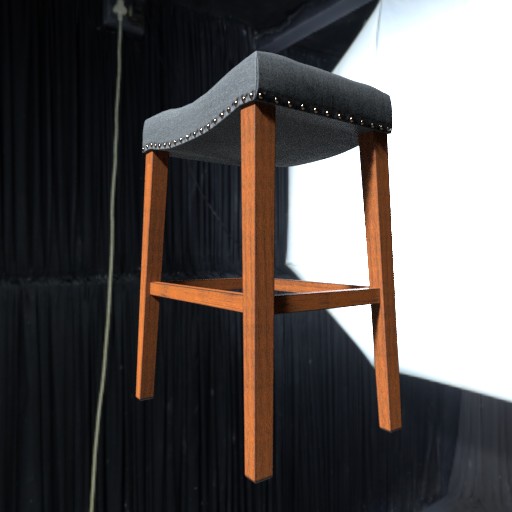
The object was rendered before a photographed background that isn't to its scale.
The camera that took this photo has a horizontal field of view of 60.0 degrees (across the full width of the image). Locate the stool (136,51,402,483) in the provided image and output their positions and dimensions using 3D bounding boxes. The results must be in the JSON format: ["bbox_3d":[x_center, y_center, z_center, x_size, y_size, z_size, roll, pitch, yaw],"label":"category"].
[{"bbox_3d":[0.000,0.000,0.865,0.320,0.612,0.439,0,1,-36],"label":"stool"}]
